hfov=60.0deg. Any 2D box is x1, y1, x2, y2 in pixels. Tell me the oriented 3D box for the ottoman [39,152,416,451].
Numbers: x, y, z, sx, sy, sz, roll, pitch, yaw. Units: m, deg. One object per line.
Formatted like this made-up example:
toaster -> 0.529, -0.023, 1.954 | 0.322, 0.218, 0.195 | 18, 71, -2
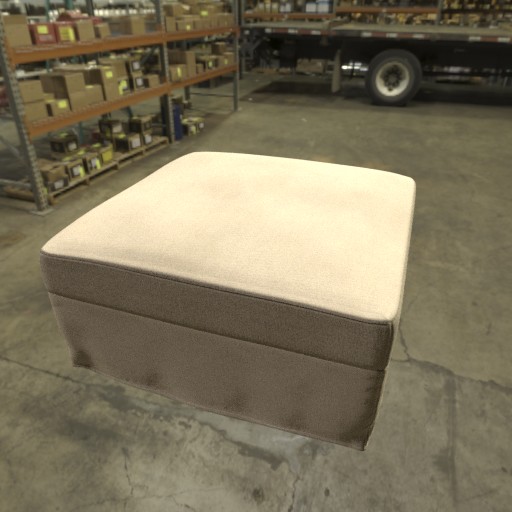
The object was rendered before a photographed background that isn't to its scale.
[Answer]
ottoman -> 0.000, 0.000, 1.327 | 0.843, 0.441, 0.842 | 10, 32, 17
